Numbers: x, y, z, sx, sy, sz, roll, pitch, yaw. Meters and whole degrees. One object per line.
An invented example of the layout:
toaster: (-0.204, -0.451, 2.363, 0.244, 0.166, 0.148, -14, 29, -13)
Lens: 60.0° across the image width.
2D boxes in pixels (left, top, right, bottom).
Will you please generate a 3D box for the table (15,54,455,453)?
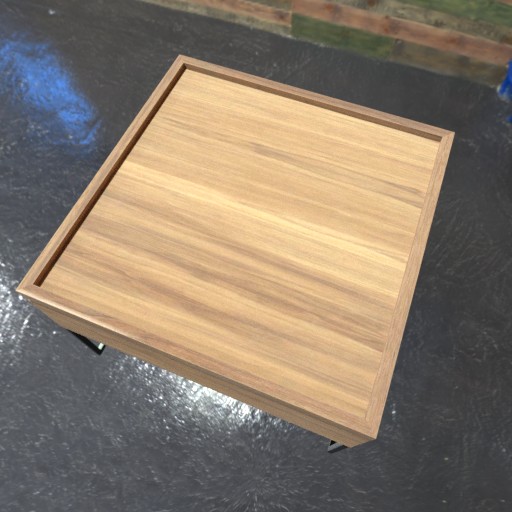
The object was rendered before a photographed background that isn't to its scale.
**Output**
table: (0.000, 0.000, 1.100, 0.679, 0.464, 0.676, 20, 65, 10)
